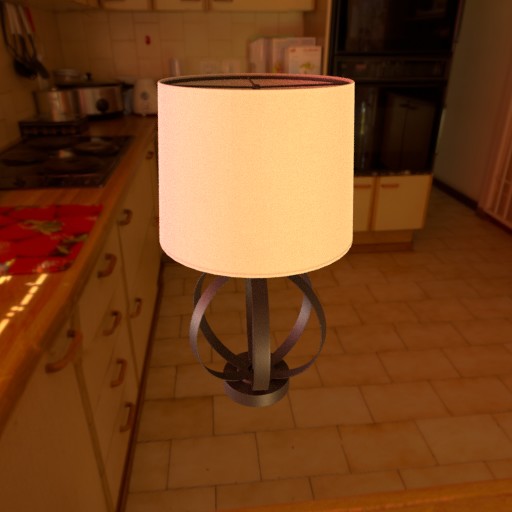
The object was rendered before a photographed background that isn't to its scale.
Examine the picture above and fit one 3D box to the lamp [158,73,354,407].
[{"bbox_3d":[0.000,0.000,0.689,0.286,0.510,0.286,0,26,0],"label":"lamp"}]
